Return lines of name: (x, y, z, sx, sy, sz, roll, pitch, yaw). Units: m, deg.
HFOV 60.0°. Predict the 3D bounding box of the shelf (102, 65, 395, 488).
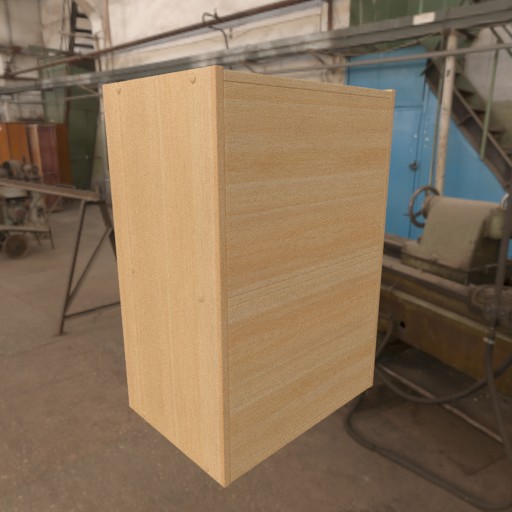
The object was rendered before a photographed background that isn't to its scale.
shelf: (0.000, 0.000, 0.829, 0.414, 0.592, 0.290, -14, 21, -42)
